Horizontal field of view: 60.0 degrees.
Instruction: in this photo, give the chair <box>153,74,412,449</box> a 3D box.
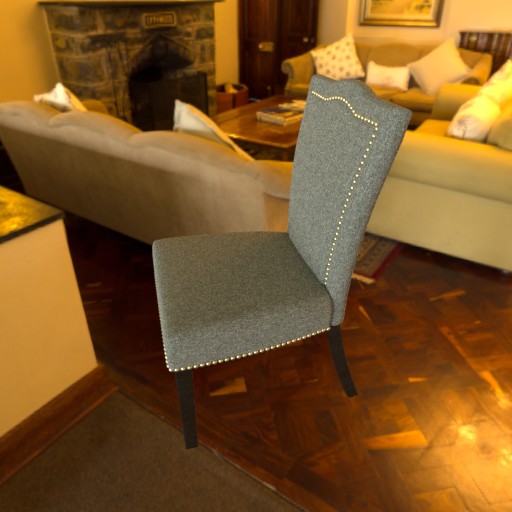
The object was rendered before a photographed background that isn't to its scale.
[{"bbox_3d":[0.000,0.000,1.291,0.589,0.946,0.518,-8,31,-13],"label":"chair"}]
